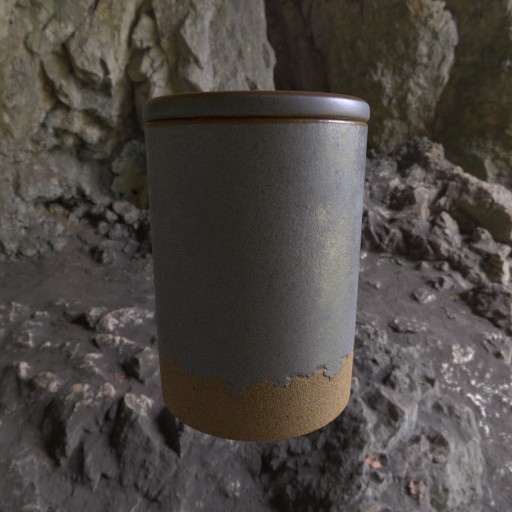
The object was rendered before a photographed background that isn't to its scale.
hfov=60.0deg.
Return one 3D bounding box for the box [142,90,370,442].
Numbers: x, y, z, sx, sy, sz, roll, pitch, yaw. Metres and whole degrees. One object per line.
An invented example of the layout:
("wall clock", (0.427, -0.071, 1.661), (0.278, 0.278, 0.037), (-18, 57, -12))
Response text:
("box", (0.000, 0.000, 0.255), (0.118, 0.168, 0.118), (0, 14, 0))
